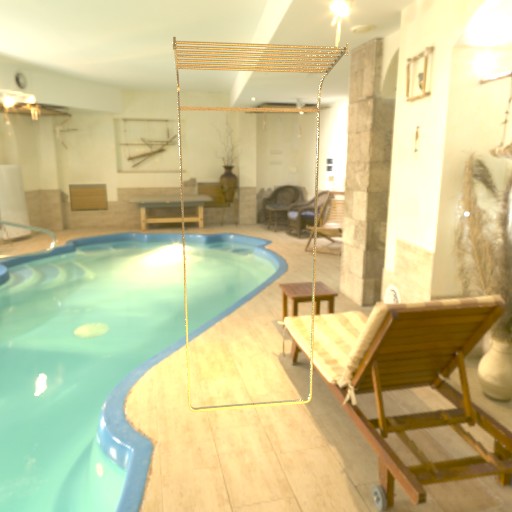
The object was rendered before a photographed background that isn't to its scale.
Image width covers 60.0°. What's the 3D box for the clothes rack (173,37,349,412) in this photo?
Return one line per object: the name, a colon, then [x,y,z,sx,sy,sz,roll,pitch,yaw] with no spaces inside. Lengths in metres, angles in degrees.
clothes rack: [0.000,0.000,1.840,0.609,1.574,0.349,-2,12,-8]
